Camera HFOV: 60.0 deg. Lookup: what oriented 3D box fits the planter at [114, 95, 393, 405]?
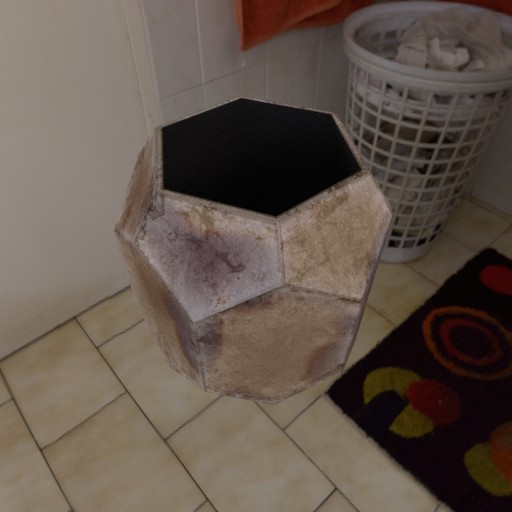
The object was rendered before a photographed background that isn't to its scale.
[{"bbox_3d":[0.000,0.000,0.423,0.221,0.238,0.243,-30,53,-26],"label":"planter"}]
